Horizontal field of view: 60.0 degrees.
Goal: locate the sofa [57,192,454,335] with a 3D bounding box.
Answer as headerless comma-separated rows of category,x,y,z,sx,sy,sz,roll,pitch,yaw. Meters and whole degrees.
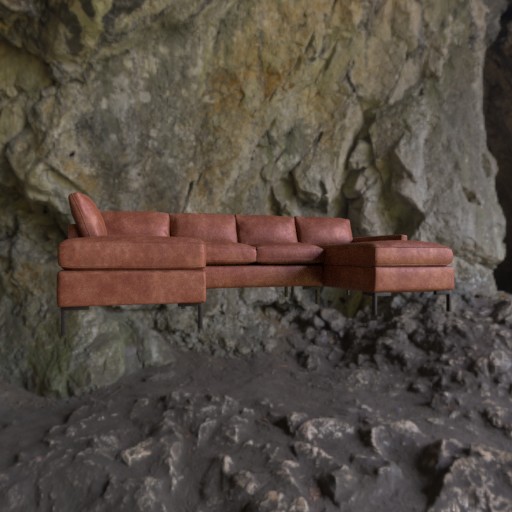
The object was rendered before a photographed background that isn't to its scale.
sofa,0.000,0.000,3.821,2.956,0.900,1.939,0,0,-18
